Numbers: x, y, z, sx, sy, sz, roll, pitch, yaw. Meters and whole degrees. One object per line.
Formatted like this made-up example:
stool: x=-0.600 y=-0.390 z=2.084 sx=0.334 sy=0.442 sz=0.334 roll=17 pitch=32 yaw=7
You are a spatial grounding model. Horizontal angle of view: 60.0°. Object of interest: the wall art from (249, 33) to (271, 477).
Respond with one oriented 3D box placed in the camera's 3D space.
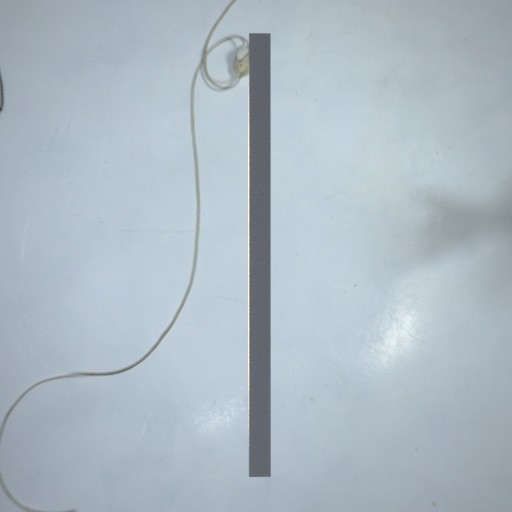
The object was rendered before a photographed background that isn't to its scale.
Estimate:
wall art: x=0.000 y=0.000 z=1.141 sx=0.037 sy=0.760 sz=0.762 roll=0 pitch=90 yaw=-1
